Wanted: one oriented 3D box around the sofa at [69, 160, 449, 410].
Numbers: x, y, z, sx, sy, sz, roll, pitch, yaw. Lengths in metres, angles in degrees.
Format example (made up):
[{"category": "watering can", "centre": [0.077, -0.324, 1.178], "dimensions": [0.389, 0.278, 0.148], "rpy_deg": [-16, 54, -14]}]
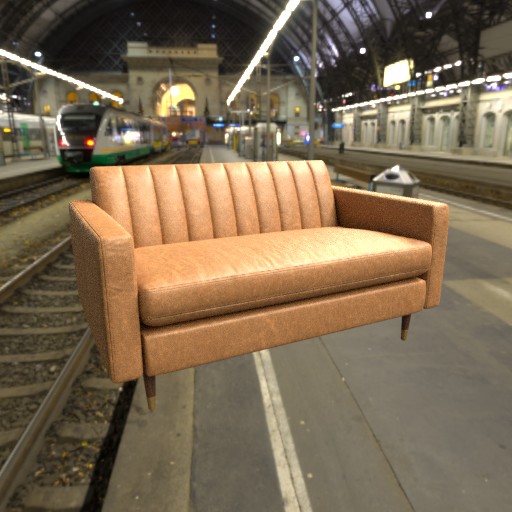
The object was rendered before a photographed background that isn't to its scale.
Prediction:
[{"category": "sofa", "centre": [0.000, 0.000, 2.094], "dimensions": [1.549, 0.820, 0.960], "rpy_deg": [-8, 17, -26]}]
